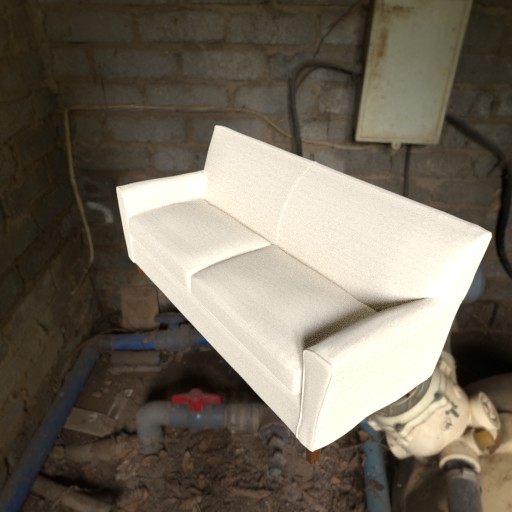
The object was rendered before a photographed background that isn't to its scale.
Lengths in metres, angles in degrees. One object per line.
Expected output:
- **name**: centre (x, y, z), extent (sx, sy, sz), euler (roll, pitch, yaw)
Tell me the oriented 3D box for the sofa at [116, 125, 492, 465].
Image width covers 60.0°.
- **sofa**: centre (0.000, 0.000, 2.424), extent (0.841, 0.907, 2.001), euler (-20, 36, -30)
